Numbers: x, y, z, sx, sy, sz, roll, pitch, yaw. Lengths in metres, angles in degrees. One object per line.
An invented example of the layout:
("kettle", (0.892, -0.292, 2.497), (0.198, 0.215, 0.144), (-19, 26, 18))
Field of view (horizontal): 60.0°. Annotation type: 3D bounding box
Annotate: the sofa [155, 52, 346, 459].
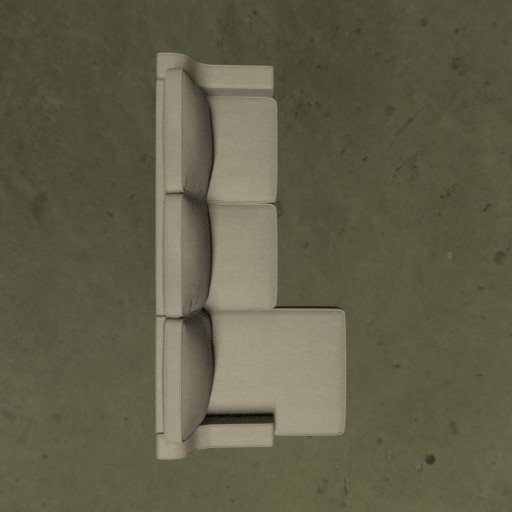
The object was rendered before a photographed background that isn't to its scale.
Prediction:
("sofa", (0.000, 0.000, 3.086), (1.294, 0.928, 2.561), (0, 90, -2))
